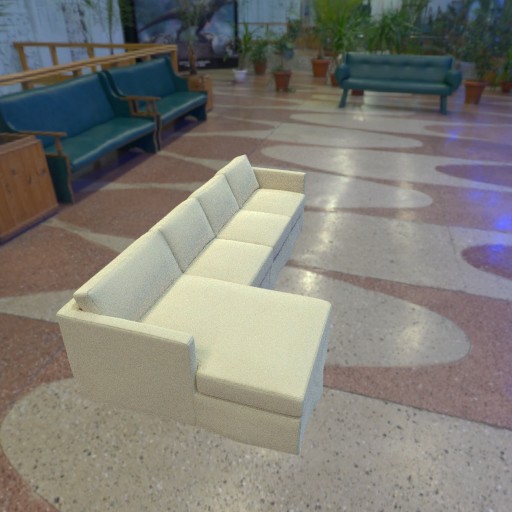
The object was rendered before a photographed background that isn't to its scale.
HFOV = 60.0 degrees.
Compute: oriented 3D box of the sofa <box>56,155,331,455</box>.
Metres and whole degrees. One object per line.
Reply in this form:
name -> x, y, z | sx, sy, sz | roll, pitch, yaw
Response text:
sofa -> 0.000, 0.000, 3.998 | 1.650, 0.922, 3.205 | 9, 31, 16
